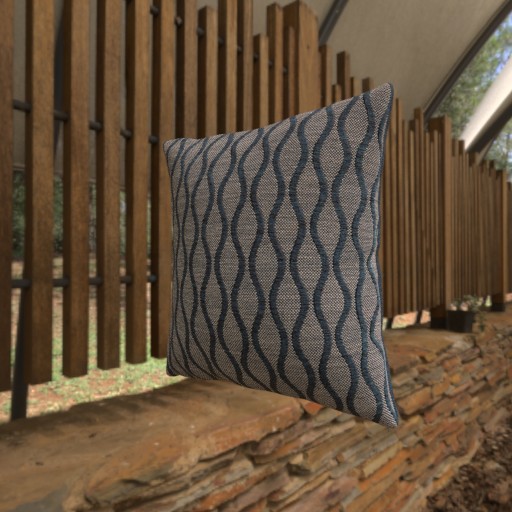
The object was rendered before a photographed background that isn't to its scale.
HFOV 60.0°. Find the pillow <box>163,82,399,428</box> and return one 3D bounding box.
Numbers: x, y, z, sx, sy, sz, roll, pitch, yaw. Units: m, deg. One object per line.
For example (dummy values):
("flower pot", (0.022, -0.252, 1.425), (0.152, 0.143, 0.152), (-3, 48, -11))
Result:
("pillow", (0.000, 0.000, 0.680), (0.435, 0.435, 0.159), (0, -1, 37))
